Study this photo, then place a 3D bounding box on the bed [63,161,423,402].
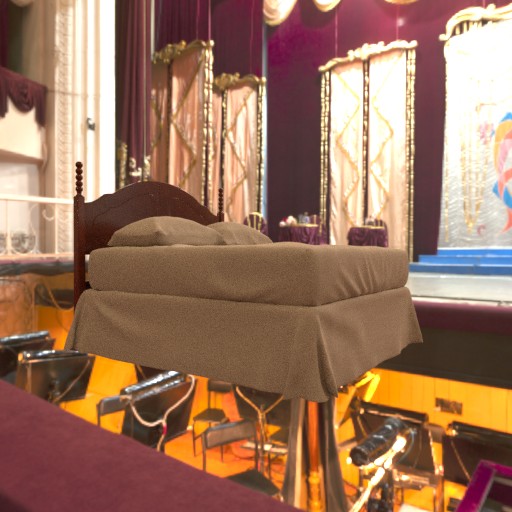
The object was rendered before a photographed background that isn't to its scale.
[{"bbox_3d":[0.000,0.000,3.279,2.040,1.356,1.873,0,1,35],"label":"bed"}]
